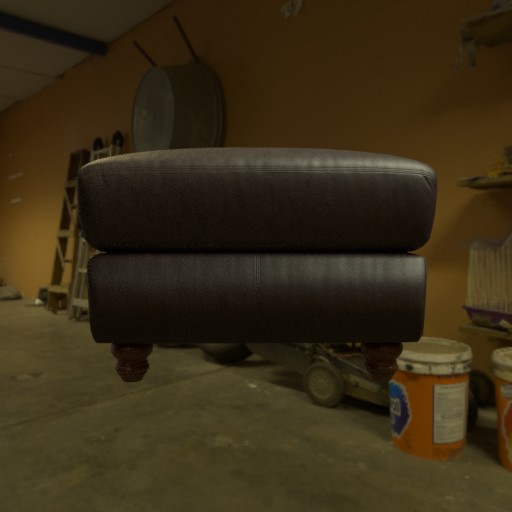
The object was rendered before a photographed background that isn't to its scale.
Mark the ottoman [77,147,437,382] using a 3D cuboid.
[{"bbox_3d":[0.000,0.000,1.275,0.806,0.569,0.670,0,1,-1],"label":"ottoman"}]
